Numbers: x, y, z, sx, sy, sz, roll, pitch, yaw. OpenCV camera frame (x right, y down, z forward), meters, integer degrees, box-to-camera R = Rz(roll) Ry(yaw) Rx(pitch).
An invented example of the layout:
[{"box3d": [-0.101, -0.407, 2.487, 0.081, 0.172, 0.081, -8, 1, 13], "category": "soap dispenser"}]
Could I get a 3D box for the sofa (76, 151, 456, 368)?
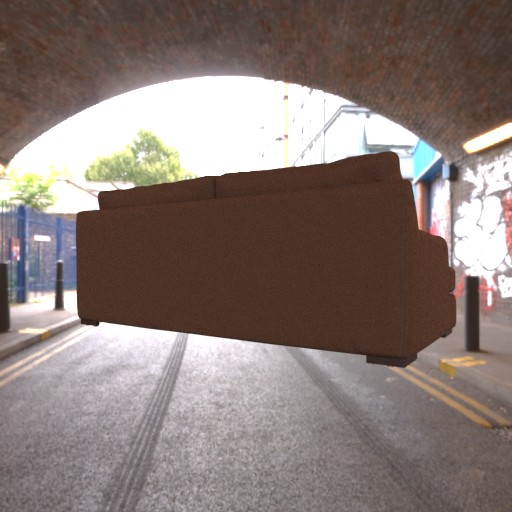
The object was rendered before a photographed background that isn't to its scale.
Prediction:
[{"box3d": [0.000, 0.000, 2.889, 2.274, 0.950, 1.140, 0, 0, 34], "category": "sofa"}]
